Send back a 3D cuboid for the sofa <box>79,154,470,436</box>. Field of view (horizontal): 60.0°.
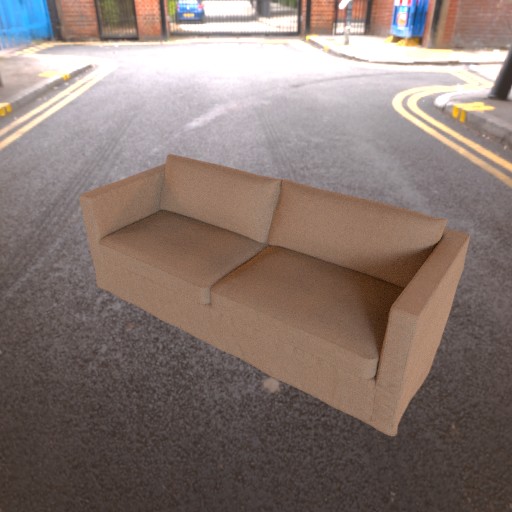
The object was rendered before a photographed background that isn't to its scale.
[{"bbox_3d":[0.000,0.000,2.823,2.296,0.847,0.956,20,36,30],"label":"sofa"}]
